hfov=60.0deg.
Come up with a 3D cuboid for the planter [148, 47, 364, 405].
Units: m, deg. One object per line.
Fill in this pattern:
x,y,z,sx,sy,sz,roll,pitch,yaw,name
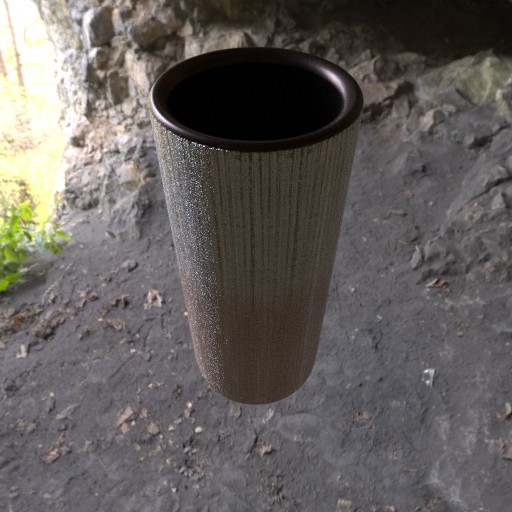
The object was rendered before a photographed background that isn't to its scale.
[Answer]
0.000,0.000,0.288,0.100,0.227,0.100,2,47,2,planter
